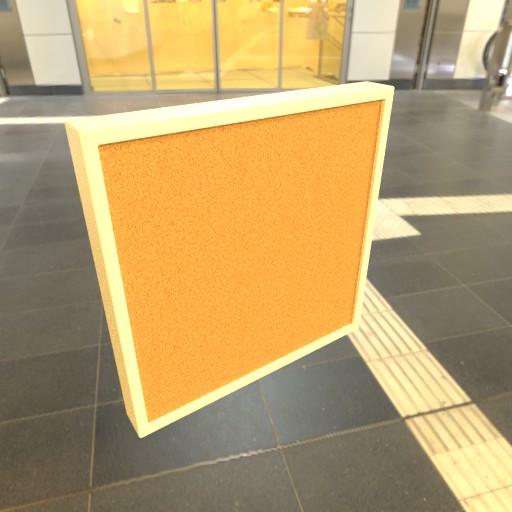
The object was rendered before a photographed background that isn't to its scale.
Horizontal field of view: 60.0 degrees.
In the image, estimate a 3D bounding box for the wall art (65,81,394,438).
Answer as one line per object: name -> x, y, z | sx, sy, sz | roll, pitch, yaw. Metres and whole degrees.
wall art -> 0.000, 0.000, 0.452 | 0.305, 0.305, 0.038 | -19, 35, -29
